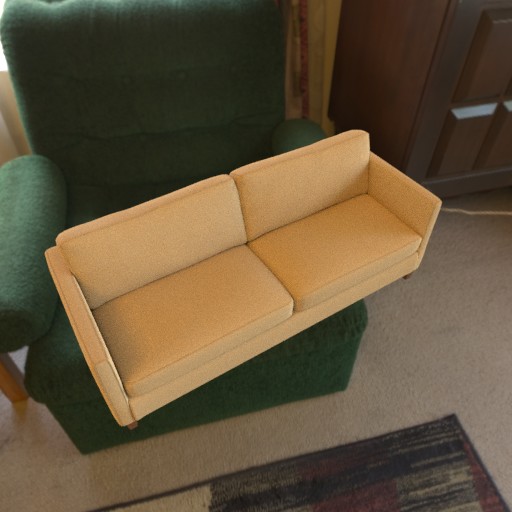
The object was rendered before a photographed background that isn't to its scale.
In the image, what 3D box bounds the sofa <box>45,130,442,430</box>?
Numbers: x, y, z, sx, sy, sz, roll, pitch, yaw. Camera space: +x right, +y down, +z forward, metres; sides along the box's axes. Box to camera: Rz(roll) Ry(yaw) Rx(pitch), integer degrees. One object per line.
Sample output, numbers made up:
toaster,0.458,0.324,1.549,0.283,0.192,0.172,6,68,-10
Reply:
sofa,0.000,0.000,2.925,2.361,0.968,0.951,-24,50,-22
